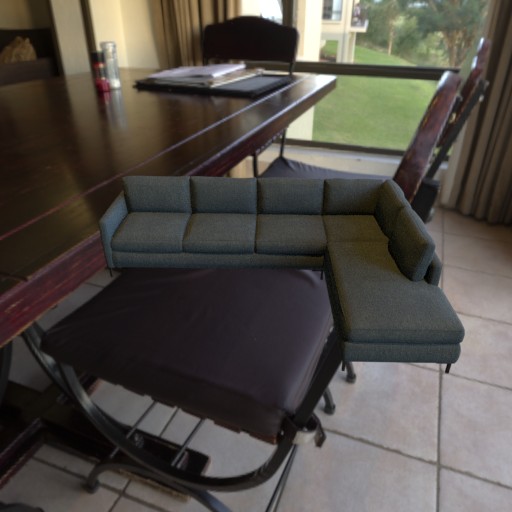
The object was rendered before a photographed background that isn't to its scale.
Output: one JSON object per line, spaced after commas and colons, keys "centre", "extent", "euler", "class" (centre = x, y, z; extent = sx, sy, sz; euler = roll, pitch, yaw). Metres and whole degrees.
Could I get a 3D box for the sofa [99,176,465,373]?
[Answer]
{"centre": [0.000, 0.000, 3.897], "extent": [2.949, 0.815, 2.007], "euler": [1, 30, 2], "class": "sofa"}
